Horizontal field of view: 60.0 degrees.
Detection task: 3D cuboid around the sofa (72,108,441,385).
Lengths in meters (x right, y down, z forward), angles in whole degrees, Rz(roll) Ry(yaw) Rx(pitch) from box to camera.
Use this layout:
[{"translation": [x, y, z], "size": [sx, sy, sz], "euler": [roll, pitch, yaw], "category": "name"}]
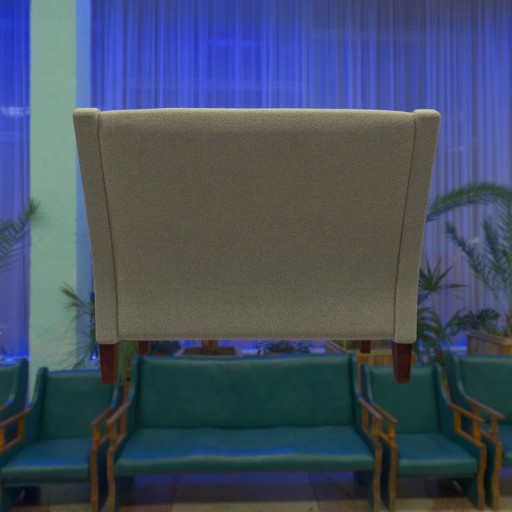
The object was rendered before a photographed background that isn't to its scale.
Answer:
[{"translation": [0.000, 0.000, 1.895], "size": [1.212, 0.976, 0.946], "euler": [0, -1, -1], "category": "sofa"}]
